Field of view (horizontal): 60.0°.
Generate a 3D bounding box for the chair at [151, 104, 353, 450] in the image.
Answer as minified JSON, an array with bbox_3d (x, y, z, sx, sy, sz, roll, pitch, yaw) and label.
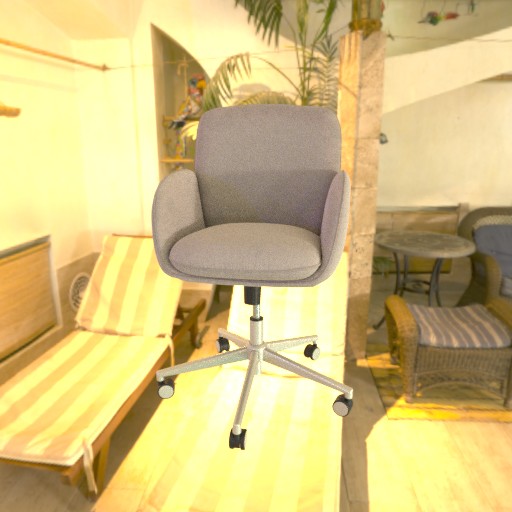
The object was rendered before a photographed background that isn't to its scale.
[{"bbox_3d":[0.000,0.000,1.408,0.648,0.959,0.654,3,15,9],"label":"chair"}]
